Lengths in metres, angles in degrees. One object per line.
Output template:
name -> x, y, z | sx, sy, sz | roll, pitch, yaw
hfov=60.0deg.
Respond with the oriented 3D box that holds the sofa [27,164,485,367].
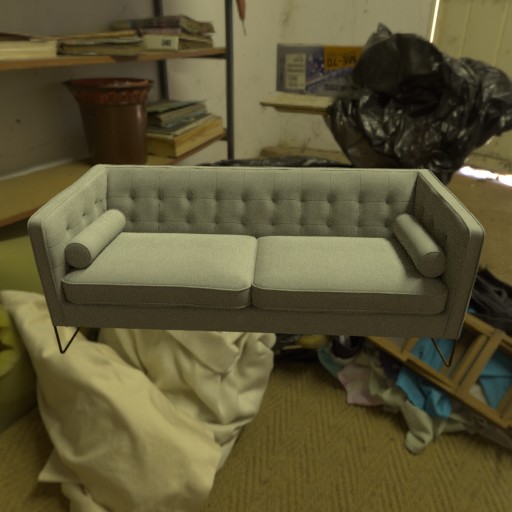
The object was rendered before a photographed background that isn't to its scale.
sofa -> 0.000, 0.000, 2.525 | 2.079, 0.798, 0.912 | 1, 27, 3
